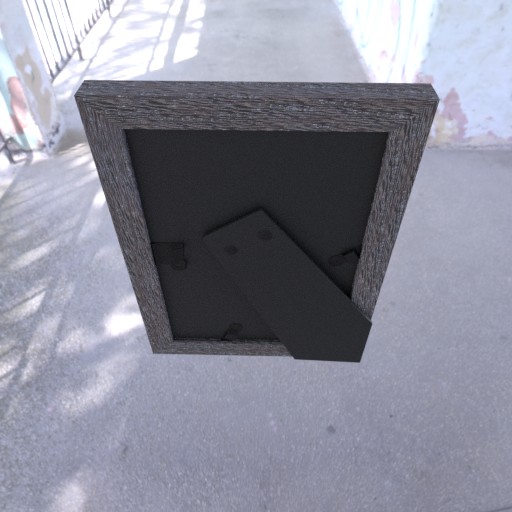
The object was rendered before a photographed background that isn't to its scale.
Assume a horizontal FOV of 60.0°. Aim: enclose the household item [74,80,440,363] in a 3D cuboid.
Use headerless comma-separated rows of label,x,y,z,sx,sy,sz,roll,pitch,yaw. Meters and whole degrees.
household item,0.000,0.000,0.273,0.160,0.210,0.020,1,46,1
